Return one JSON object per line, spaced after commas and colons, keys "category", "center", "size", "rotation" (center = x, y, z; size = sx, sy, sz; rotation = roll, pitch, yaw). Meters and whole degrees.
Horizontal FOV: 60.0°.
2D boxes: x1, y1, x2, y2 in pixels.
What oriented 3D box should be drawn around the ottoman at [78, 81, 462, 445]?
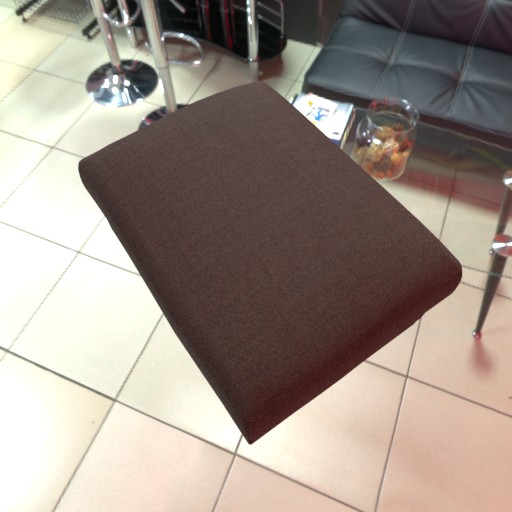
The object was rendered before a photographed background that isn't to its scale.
{"category": "ottoman", "center": [0.000, 0.000, 1.209], "size": [0.599, 0.555, 0.809], "rotation": [-31, 63, -17]}
